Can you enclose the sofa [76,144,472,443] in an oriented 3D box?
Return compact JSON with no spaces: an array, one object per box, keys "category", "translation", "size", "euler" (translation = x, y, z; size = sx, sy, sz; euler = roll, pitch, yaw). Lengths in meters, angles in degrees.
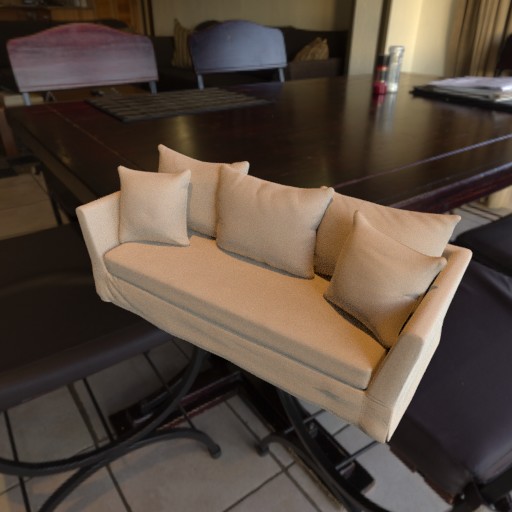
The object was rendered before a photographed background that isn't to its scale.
[{"category":"sofa","translation":[0.000,0.000,3.027],"size":[2.499,1.047,1.046],"euler":[19,35,30]}]
